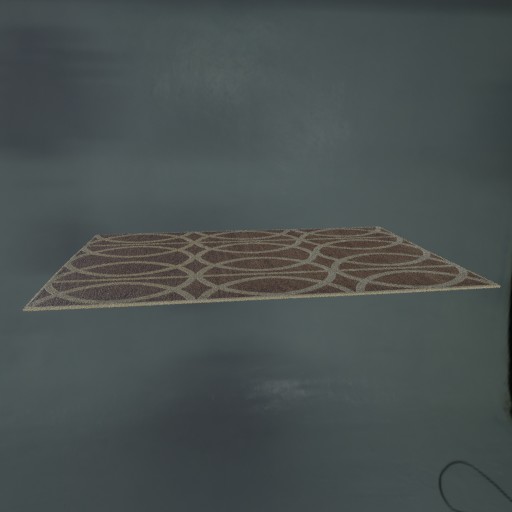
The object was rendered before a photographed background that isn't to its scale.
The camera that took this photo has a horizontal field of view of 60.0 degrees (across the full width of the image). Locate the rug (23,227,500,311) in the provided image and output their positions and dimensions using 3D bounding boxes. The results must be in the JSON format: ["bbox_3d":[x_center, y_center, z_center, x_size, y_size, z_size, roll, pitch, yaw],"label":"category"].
[{"bbox_3d":[0.000,0.000,2.810,2.290,0.014,1.526,-2,15,-8],"label":"rug"}]
